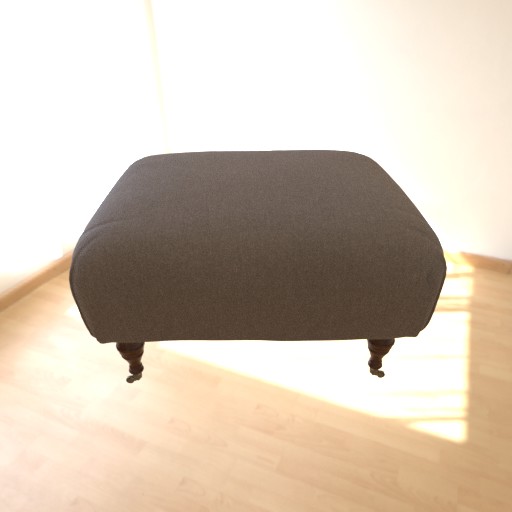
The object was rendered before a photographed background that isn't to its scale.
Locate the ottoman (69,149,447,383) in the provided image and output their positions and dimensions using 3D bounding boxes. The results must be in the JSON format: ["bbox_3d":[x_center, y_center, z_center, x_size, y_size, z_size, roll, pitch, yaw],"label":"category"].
[{"bbox_3d":[0.000,0.000,1.139,0.747,0.450,0.622,-1,30,-1],"label":"ottoman"}]
